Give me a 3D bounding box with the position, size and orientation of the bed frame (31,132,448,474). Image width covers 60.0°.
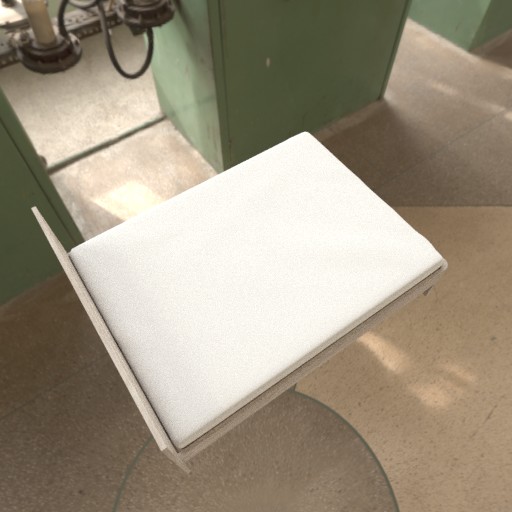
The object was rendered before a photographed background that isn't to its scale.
[{"bbox_3d":[0.000,0.000,2.725,1.950,0.800,1.490,-30,63,-18],"label":"bed frame"}]
